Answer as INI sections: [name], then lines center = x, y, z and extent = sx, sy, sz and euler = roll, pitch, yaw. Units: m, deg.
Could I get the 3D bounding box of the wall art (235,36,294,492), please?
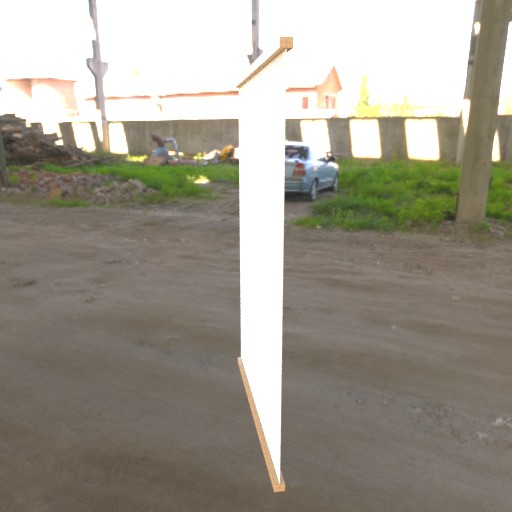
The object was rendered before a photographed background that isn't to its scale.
[wall art]
center = 0.000, 0.000, 1.276
extent = 0.027, 1.020, 0.669
euler = -3, 15, -10
